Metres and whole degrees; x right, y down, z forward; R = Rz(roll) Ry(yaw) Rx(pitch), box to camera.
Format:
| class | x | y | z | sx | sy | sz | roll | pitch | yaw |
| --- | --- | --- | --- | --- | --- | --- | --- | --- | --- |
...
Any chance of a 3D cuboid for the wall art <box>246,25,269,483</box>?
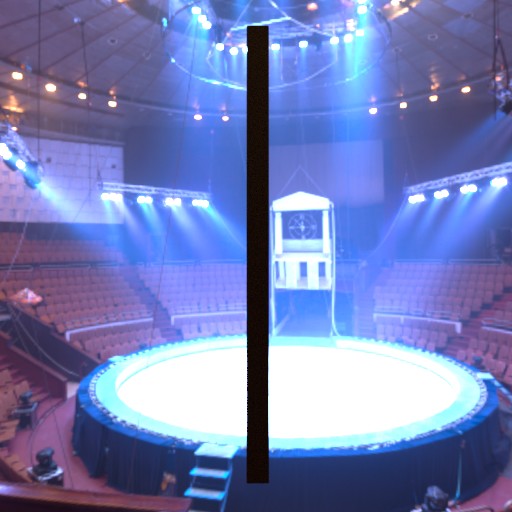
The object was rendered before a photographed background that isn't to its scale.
| class | x | y | z | sx | sy | sz | roll | pitch | yaw |
| --- | --- | --- | --- | --- | --- | --- | --- | --- | --- |
| wall art | 0.000 | 0.000 | 1.118 | 0.037 | 0.763 | 0.763 | 0 | -1 | 0 |
